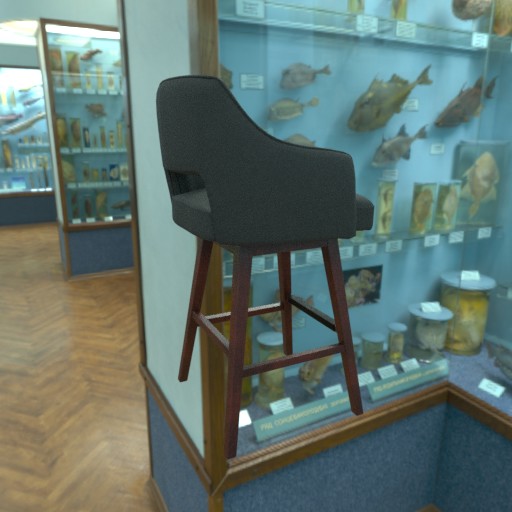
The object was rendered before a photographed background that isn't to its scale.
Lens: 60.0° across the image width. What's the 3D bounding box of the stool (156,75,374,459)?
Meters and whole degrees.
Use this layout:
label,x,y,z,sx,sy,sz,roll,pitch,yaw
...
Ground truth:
label,x,y,z,sx,sy,sz,roll,pitch,yaw
stool,0.000,0.000,1.393,0.558,1.012,0.548,-7,17,-25
